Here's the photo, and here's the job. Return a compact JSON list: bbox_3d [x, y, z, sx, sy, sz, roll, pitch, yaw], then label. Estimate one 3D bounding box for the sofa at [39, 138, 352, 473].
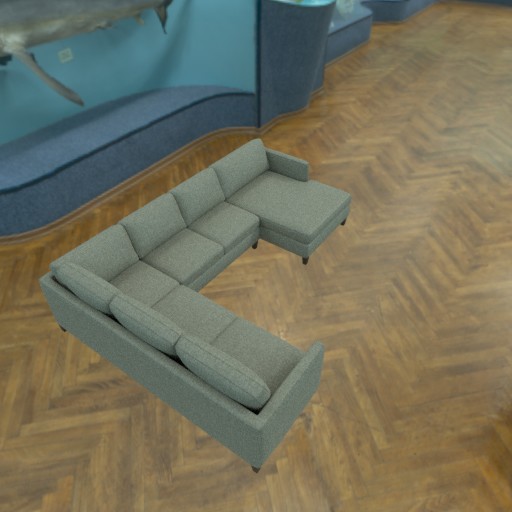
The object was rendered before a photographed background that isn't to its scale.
[{"bbox_3d":[0.000,0.000,4.687,2.551,0.889,3.403,25,46,26],"label":"sofa"}]
